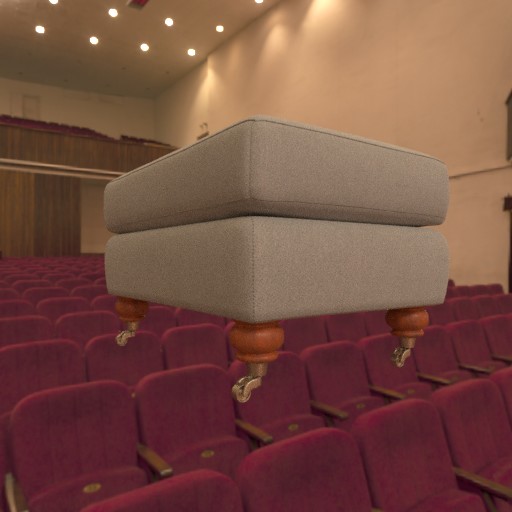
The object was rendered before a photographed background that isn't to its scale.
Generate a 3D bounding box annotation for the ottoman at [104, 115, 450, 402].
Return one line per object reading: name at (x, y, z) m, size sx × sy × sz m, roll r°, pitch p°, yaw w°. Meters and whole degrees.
ottoman at (0.000, 0.000, 1.135) m, size 0.569 × 0.499 × 0.773 m, roll 0°, pitch -1°, yaw -36°
